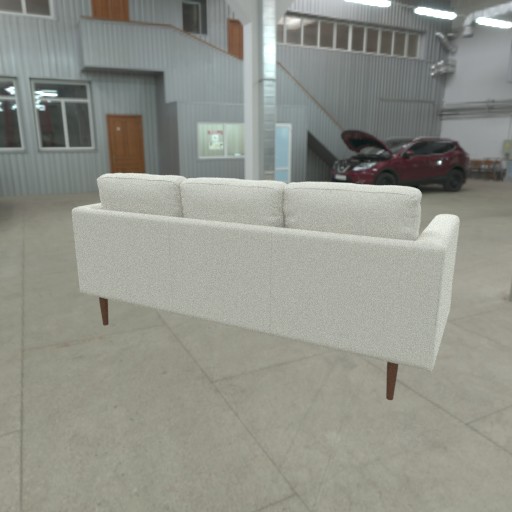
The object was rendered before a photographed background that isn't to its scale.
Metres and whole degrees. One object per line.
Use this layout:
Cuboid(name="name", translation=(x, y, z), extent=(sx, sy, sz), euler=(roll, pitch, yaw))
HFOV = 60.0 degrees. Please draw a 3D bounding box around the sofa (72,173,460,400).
Cuboid(name="sofa", translation=(0.000, 0.000, 2.515), extent=(2.029, 0.912, 0.802), euler=(8, 17, 27))
